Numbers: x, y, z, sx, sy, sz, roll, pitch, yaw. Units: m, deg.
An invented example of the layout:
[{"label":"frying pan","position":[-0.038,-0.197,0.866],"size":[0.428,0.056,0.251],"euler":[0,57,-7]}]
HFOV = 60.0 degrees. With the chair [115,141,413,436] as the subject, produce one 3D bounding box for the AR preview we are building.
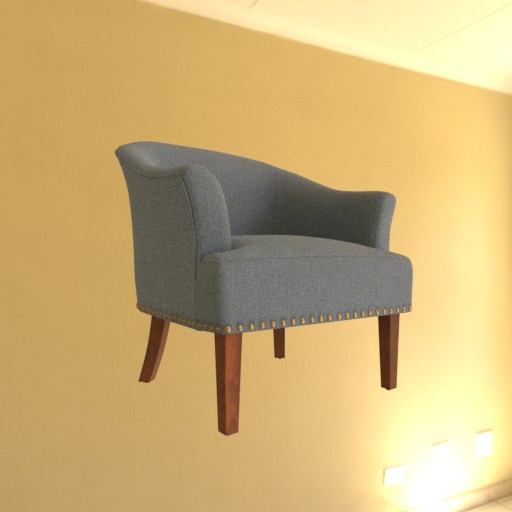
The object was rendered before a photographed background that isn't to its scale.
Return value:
[{"label":"chair","position":[0.000,0.000,1.427],"size":[0.798,0.815,0.704],"euler":[0,0,-36]}]
